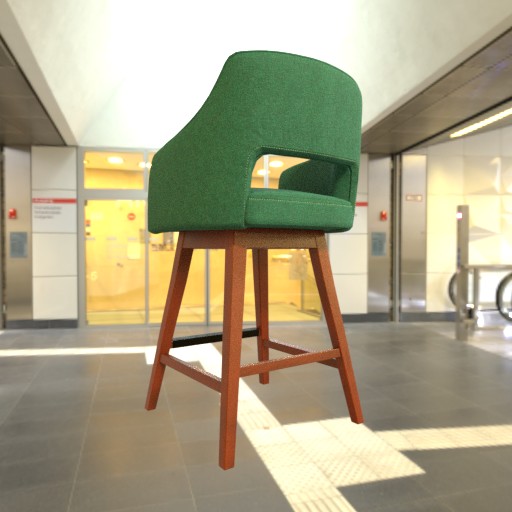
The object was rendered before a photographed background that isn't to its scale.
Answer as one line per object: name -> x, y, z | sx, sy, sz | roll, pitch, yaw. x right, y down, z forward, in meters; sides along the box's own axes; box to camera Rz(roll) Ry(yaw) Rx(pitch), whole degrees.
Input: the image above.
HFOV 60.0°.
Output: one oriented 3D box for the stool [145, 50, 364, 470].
stool -> 0.000, 0.000, 1.298 | 0.548, 0.961, 0.556 | -1, 1, -36
